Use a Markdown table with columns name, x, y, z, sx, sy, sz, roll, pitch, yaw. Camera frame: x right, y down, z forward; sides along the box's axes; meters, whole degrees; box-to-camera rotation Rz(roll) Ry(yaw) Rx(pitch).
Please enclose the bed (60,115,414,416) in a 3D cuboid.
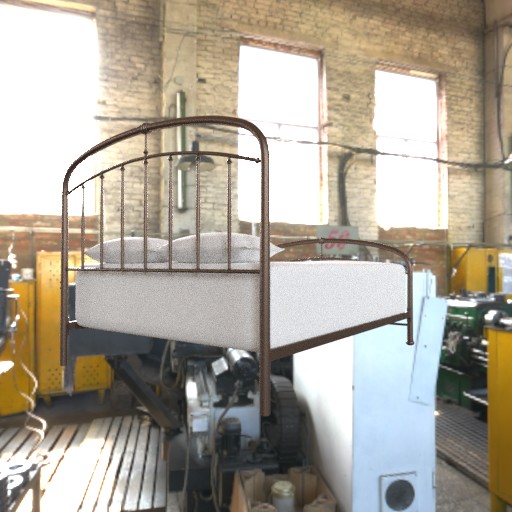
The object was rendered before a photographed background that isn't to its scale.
| name | x | y | z | sx | sy | sz | roll | pitch | yaw |
| --- | --- | --- | --- | --- | --- | --- | --- | --- | --- |
| bed | 0.000 | 0.000 | 3.344 | 1.711 | 1.475 | 2.168 | -1 | -1 | 36 |
